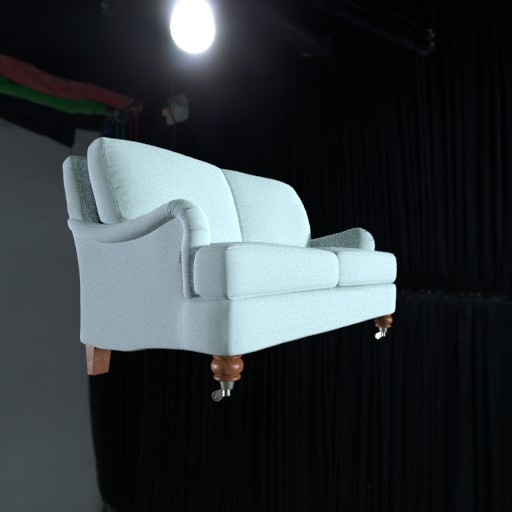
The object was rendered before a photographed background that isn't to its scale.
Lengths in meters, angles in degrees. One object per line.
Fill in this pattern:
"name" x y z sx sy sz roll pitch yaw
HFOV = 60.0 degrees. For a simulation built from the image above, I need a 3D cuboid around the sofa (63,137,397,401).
"sofa" 0.000 0.000 2.550 1.084 1.101 1.853 -1 -1 36
